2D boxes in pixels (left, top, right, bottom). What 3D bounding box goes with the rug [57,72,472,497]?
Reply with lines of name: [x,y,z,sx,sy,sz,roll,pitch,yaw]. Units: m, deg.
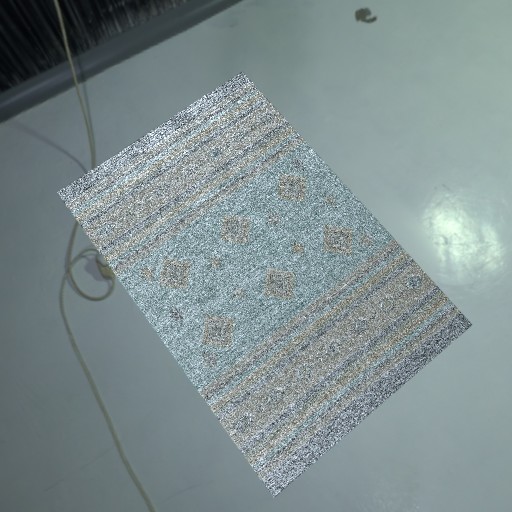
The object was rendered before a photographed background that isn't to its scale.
rug: [0.000,0.000,2.215,1.212,0.010,1.811,-37,77,-10]
